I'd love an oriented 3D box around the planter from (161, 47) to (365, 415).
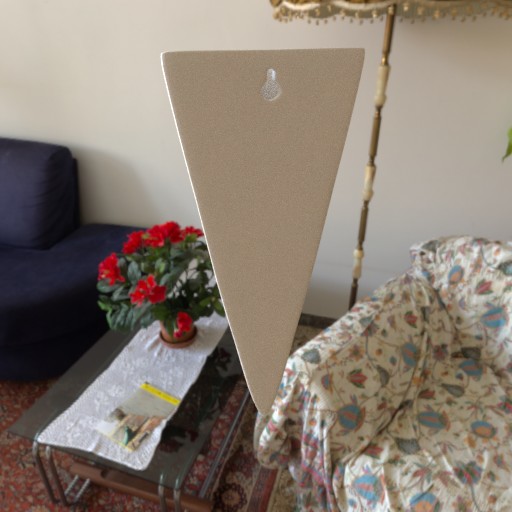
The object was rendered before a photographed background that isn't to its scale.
[{"bbox_3d":[0.000,0.000,0.395,0.143,0.338,0.065,-9,30,-16],"label":"planter"}]
